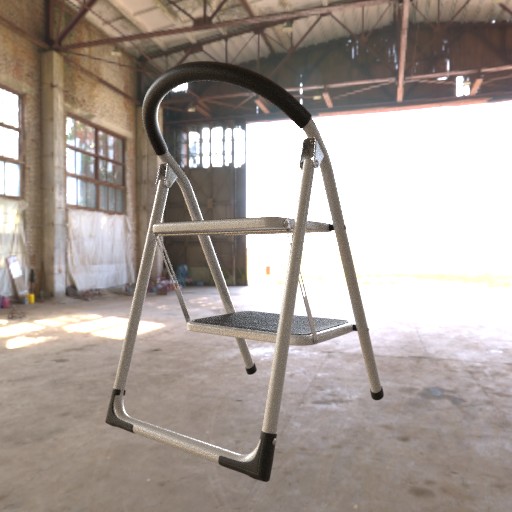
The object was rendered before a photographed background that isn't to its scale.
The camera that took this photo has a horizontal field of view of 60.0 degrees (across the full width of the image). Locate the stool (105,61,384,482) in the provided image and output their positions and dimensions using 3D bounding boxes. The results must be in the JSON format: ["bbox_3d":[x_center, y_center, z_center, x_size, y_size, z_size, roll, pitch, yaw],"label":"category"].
[{"bbox_3d":[0.000,0.000,1.087,0.453,0.760,0.559,0,0,36],"label":"stool"}]
